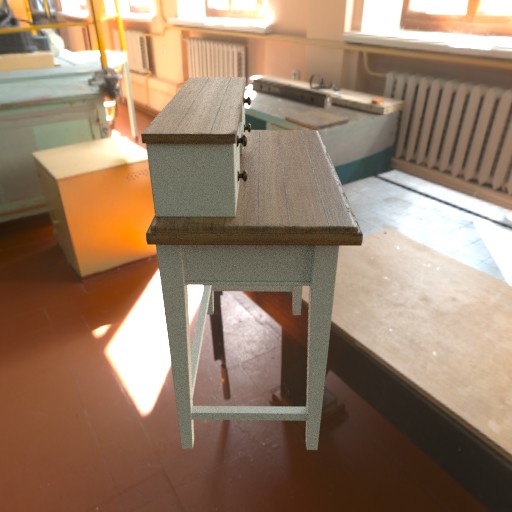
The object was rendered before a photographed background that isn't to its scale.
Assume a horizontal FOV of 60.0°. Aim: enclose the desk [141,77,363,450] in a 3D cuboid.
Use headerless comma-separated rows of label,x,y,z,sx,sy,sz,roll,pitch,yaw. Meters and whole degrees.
desk,0.000,0.000,1.438,0.462,0.981,0.814,0,30,0
